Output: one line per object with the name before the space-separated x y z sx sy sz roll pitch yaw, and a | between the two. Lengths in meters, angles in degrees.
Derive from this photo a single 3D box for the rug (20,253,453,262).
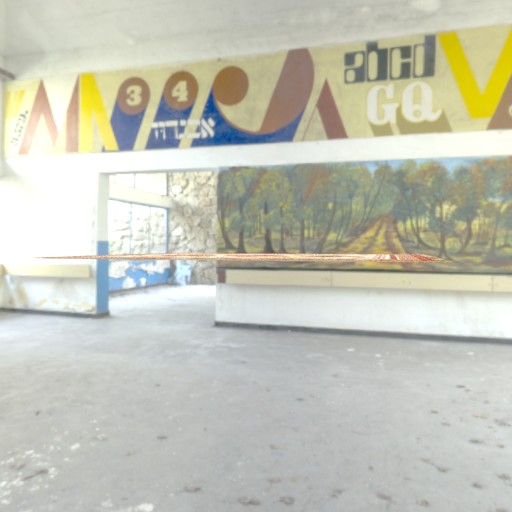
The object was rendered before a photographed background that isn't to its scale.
rug | 0.000 0.000 4.088 3.067 0.005 2.460 0 1 17
